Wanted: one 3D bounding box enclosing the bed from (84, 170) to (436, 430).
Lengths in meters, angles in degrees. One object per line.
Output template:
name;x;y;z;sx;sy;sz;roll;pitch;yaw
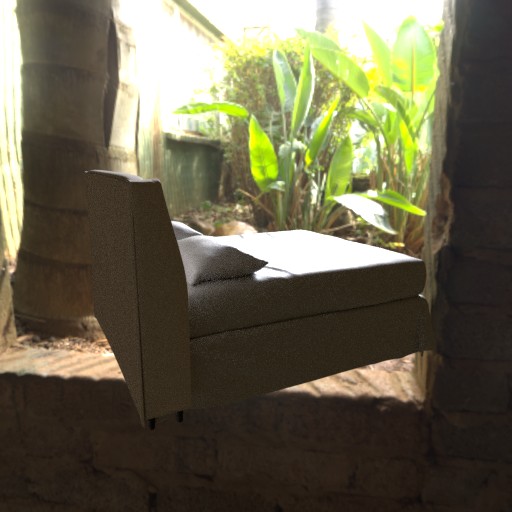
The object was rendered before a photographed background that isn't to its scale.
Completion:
bed;0.000;0.000;3.489;2.276;1.332;1.925;-6;14;-26
